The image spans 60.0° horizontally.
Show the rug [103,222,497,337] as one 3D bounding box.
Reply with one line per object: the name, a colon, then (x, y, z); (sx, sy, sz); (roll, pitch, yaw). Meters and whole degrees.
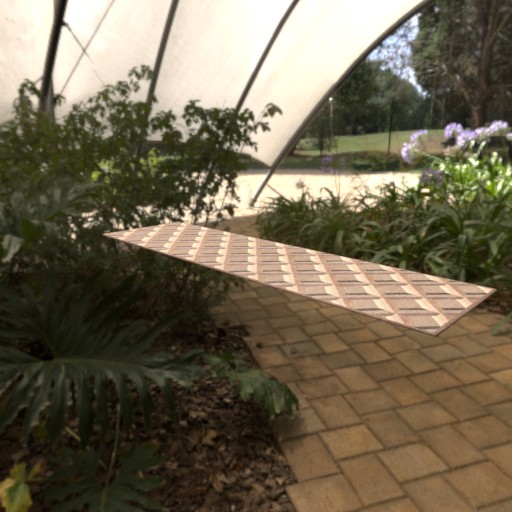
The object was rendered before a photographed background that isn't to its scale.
rug: (0.000, 0.000, 2.623); (2.437, 0.013, 0.685); (14, 20, 42)
